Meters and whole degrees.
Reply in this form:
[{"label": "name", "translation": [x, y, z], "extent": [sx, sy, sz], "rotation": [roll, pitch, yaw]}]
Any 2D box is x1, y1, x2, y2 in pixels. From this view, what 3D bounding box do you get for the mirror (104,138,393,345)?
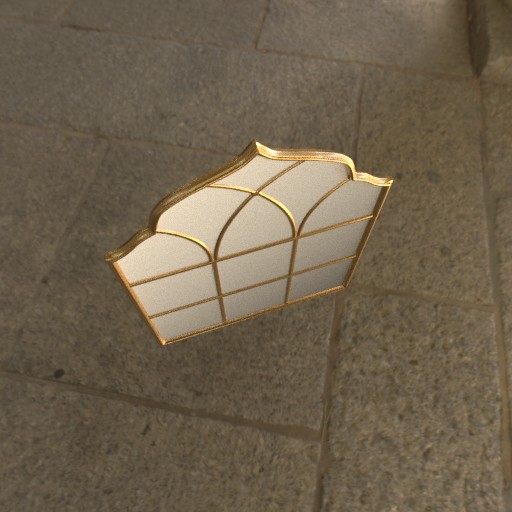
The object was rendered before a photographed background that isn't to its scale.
[{"label": "mirror", "translation": [0.000, 0.000, 0.869], "extent": [0.513, 0.635, 0.018], "rotation": [-16, 63, -9]}]
